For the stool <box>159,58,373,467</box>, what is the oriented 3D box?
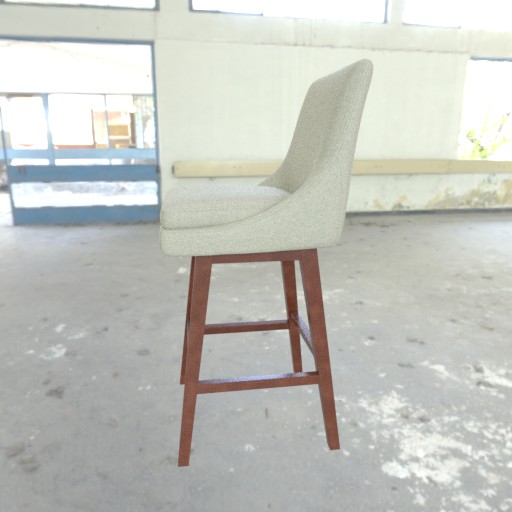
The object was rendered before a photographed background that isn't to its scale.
[{"bbox_3d":[0.000,0.000,1.378,0.559,1.092,0.470,-2,15,-8],"label":"stool"}]
